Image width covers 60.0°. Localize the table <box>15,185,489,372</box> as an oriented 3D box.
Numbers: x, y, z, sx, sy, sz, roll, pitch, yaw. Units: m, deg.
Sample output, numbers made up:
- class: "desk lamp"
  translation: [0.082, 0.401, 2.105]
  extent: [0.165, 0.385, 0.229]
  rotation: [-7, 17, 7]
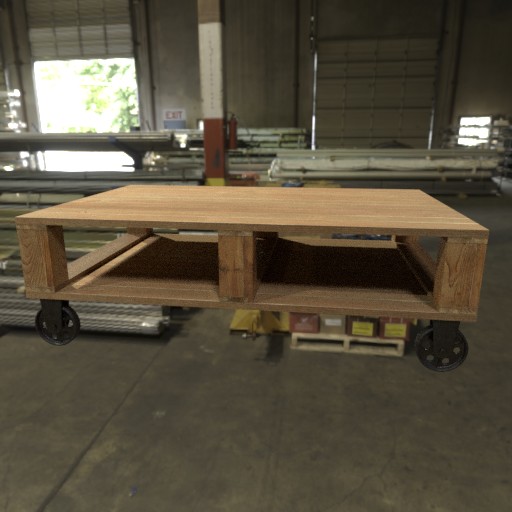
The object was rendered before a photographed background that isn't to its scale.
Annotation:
- class: "table"
  translation: [0.000, 0.000, 1.649]
  extent: [1.299, 0.413, 0.827]
  rotation: [2, 16, 8]
